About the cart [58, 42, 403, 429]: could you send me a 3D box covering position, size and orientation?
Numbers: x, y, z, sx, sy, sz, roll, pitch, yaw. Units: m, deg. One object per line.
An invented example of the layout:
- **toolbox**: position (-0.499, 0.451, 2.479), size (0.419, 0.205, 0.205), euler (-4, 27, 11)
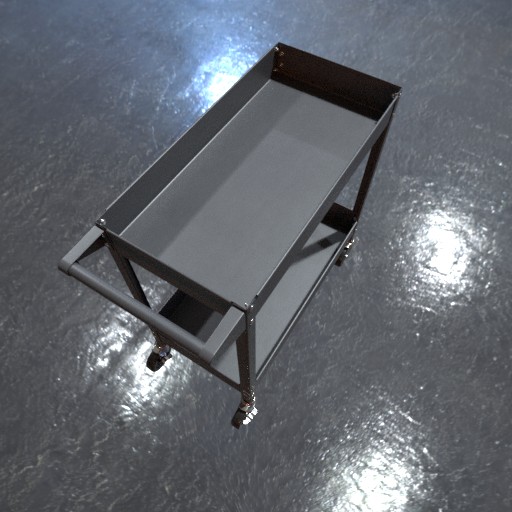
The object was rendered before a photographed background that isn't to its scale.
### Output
- **cart**: position (0.000, 0.000, 1.199), size (0.366, 0.719, 0.779), euler (28, 62, 16)
